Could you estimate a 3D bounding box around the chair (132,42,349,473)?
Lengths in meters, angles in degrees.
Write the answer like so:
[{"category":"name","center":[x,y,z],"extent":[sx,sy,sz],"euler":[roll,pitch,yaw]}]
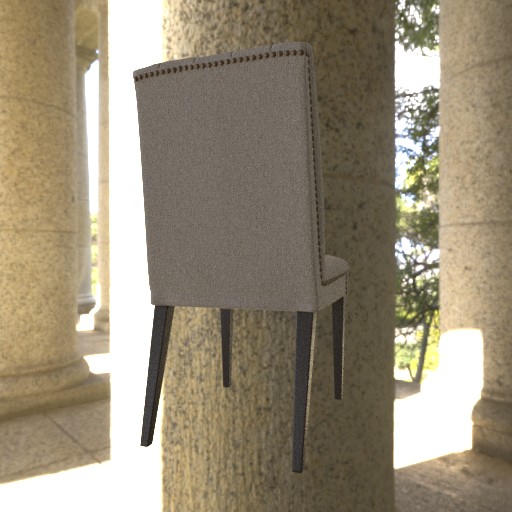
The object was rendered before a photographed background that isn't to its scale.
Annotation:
[{"category":"chair","center":[0.000,0.000,1.390],"extent":[0.511,1.016,0.647],"euler":[0,0,19]}]
